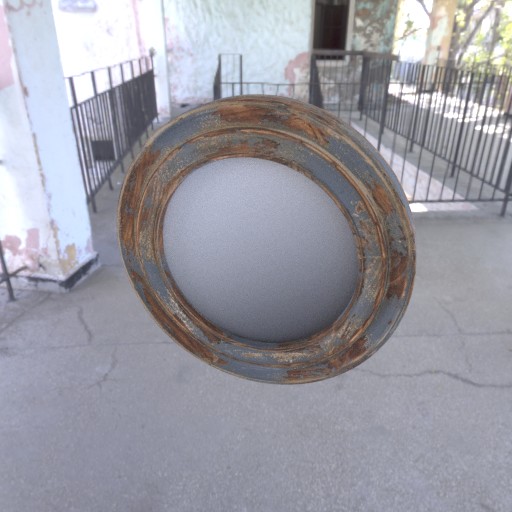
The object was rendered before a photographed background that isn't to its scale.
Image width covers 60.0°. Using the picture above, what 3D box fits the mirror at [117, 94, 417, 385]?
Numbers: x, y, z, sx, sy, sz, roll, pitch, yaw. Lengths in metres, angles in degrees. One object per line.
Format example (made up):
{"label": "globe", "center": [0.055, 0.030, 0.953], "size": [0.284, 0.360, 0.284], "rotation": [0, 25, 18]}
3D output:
{"label": "mirror", "center": [0.000, 0.000, 0.857], "size": [0.585, 0.585, 0.061], "rotation": [8, 27, 16]}
